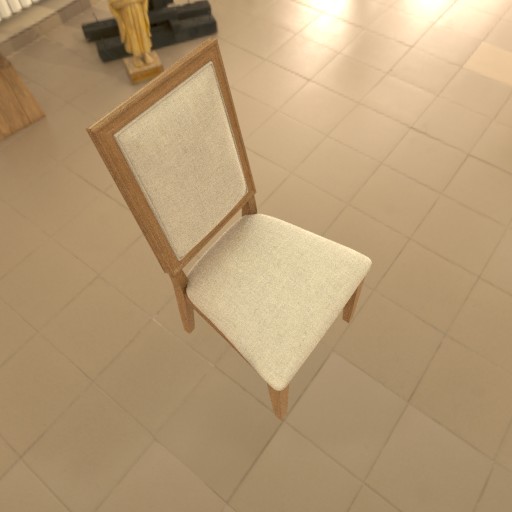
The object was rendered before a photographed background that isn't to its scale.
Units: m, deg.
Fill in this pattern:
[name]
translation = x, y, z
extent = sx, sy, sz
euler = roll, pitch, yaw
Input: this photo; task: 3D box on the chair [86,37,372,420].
[chair]
translation = 0.000, 0.000, 1.352
extent = 0.601, 0.988, 0.536
euler = 33, 64, 19
